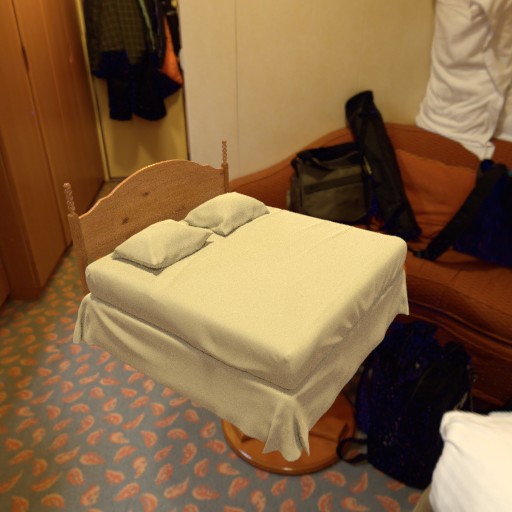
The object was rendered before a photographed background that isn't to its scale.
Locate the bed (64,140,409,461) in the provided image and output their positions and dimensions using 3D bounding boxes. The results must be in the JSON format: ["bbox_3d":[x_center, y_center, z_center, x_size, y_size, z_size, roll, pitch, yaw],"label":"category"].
[{"bbox_3d":[0.000,0.000,3.733,2.219,1.355,2.322,18,32,31],"label":"bed"}]
